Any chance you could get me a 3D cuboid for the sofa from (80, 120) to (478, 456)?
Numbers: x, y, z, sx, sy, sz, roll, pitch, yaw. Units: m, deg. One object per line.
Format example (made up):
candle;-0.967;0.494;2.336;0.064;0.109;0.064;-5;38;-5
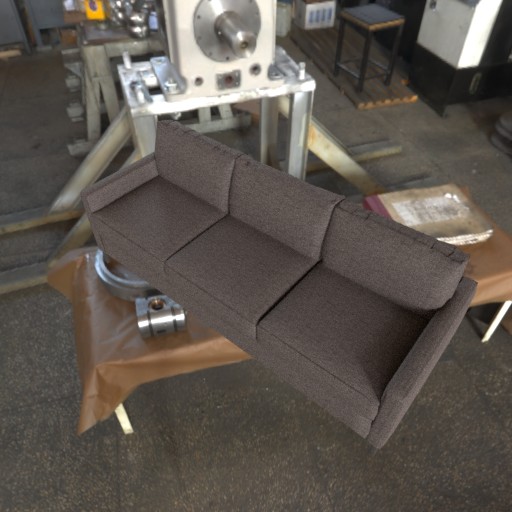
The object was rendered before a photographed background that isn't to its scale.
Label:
sofa;0.000;0.000;2.637;2.253;0.882;0.876;30;52;27
